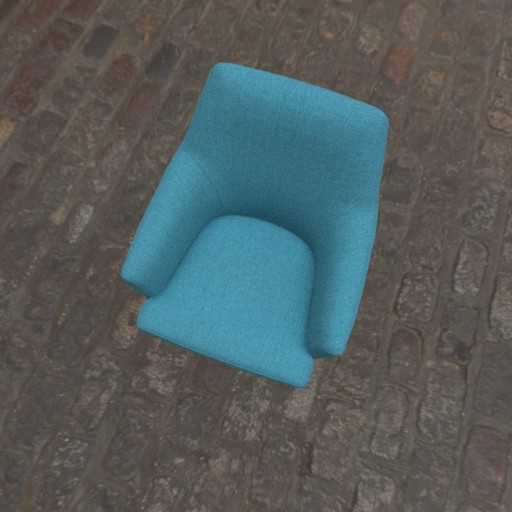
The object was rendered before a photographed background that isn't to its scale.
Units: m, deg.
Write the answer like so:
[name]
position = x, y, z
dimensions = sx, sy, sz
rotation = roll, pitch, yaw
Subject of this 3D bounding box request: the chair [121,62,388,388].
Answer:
[chair]
position = 0.000, 0.000, 1.378
dimensions = 0.642, 0.874, 0.677
rotation = 19, 75, 5
